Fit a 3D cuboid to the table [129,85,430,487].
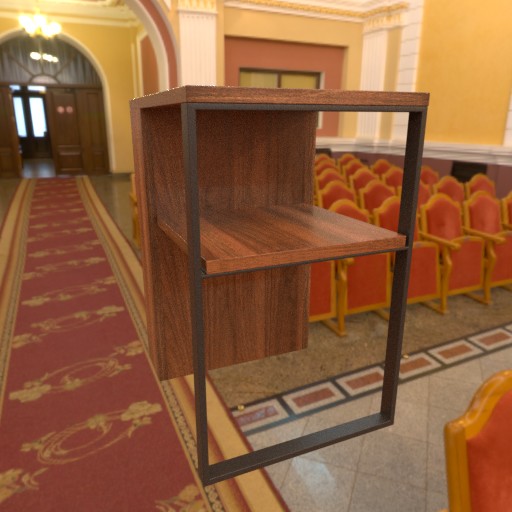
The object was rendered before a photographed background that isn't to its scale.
[{"bbox_3d":[0.000,0.000,1.539,0.660,1.041,0.786,-7,19,-23],"label":"table"}]
